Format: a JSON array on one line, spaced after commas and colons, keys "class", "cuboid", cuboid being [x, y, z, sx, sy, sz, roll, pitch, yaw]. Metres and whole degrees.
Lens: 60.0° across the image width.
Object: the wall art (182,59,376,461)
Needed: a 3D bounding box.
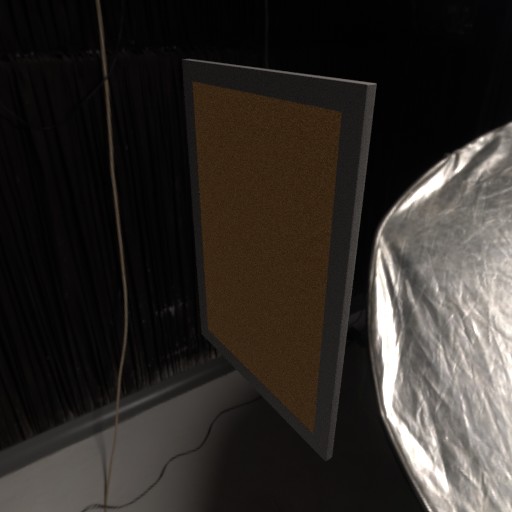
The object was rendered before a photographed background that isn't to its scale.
[{"class": "wall art", "cuboid": [0.000, 0.000, 0.682, 0.013, 0.534, 0.380, -18, 33, -31]}]
